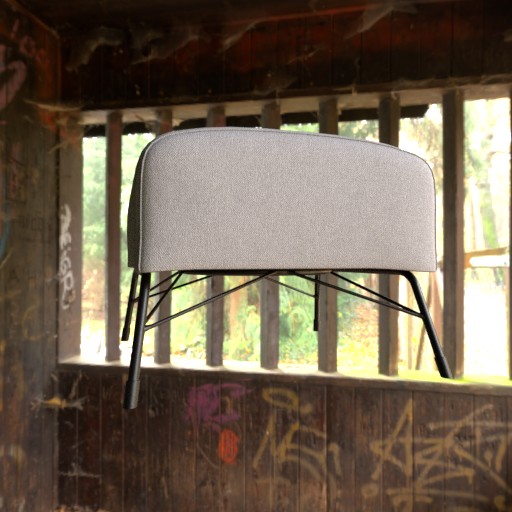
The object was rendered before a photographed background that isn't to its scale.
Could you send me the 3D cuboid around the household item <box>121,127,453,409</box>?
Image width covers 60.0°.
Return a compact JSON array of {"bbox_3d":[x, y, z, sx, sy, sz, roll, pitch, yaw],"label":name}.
[{"bbox_3d":[0.000,0.000,0.914,0.530,0.410,0.530,0,-1,-17],"label":"household item"}]
